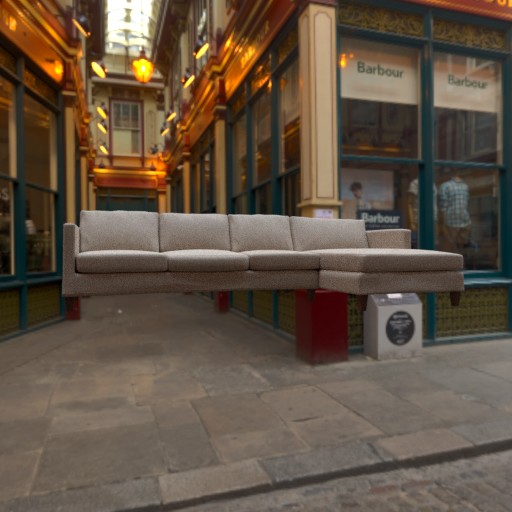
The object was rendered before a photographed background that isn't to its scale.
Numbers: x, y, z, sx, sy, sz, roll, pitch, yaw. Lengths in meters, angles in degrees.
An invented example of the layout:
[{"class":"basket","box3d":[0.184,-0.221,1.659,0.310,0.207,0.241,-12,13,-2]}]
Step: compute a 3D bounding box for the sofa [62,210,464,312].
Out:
[{"class":"sofa","box3d":[0.000,0.000,3.972,3.186,0.846,1.625,0,1,-19]}]
